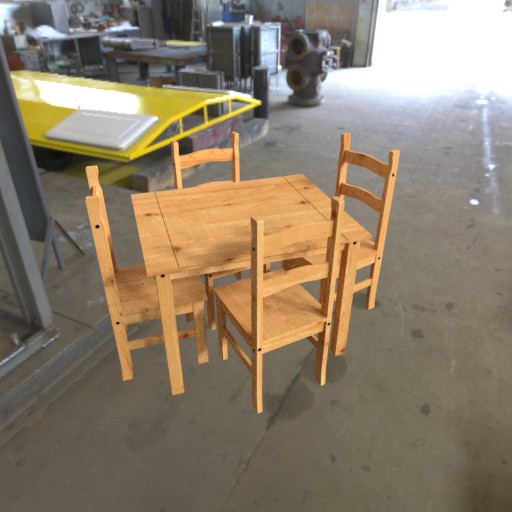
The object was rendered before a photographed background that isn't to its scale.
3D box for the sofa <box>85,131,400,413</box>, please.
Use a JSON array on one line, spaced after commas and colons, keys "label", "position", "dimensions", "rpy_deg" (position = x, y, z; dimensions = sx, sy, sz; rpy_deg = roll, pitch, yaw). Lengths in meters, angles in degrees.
[{"label": "sofa", "position": [0.000, 0.000, 2.327], "dimensions": [1.529, 1.000, 1.144], "rpy_deg": [-10, 33, -15]}]
